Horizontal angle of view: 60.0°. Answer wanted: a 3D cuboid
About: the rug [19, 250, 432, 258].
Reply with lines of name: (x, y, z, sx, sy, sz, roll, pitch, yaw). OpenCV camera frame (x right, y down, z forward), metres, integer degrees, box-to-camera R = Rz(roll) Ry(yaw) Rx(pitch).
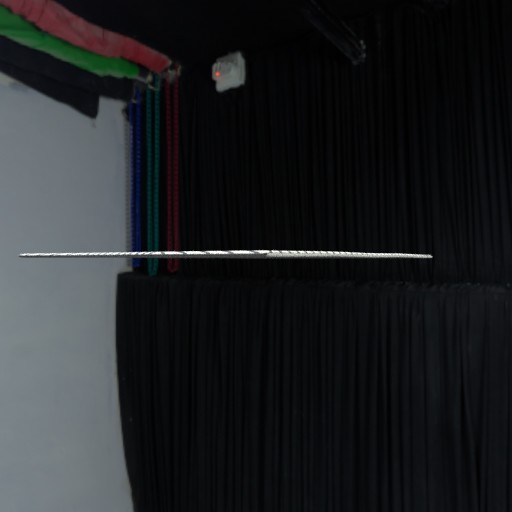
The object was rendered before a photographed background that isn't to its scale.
rug: (0.000, 0.000, 3.166, 1.829, 0.028, 2.449, 0, 0, 35)
